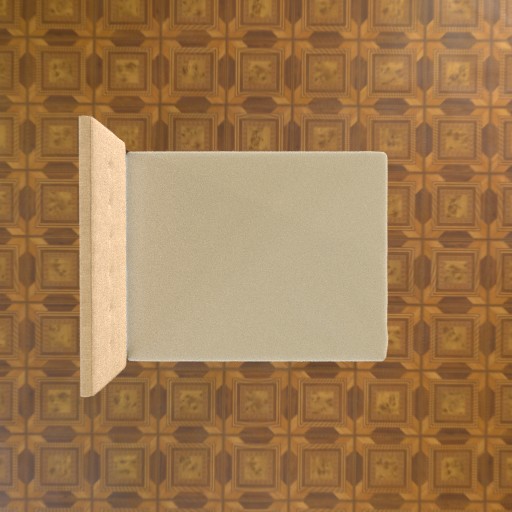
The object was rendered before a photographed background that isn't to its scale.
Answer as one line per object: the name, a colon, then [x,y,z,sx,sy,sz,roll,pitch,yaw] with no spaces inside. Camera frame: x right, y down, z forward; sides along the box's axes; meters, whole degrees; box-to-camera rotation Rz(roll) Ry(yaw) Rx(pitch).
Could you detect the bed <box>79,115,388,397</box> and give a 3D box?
bed: [0.000,0.000,3.108,1.978,1.270,1.643,0,91,0]
